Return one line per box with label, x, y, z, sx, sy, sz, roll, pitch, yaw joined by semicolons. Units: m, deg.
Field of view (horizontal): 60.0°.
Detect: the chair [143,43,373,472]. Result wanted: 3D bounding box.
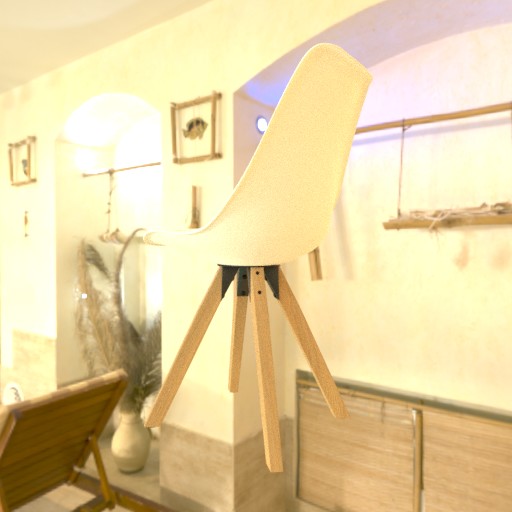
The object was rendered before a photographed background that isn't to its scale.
chair;0.000;0.000;1.114;0.550;0.849;0.485;1;2;35
